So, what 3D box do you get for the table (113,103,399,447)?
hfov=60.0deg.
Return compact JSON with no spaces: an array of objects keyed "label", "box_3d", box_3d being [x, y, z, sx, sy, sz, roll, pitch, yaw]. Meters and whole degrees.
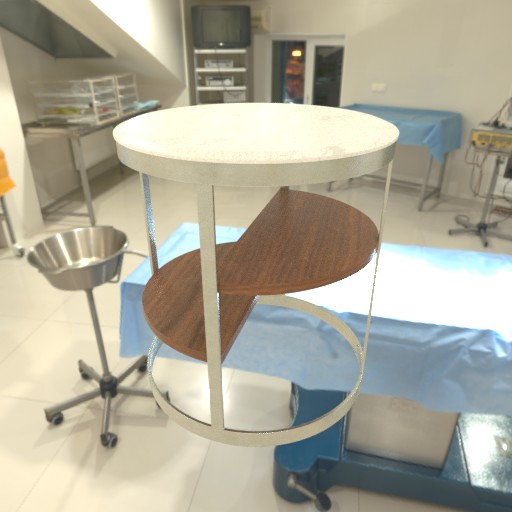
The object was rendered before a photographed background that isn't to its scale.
[{"label":"table","box_3d":[0.000,0.000,0.753,0.407,0.447,0.407,0,27,0]}]
